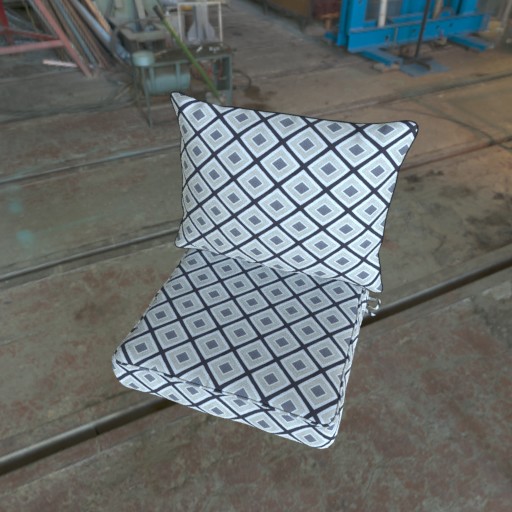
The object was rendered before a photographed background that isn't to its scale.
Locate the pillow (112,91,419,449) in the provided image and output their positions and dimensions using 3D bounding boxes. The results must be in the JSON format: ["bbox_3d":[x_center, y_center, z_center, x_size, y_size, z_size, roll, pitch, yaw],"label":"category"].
[{"bbox_3d":[0.000,0.000,1.342,0.798,0.722,0.733,13,42,14],"label":"pillow"}]
